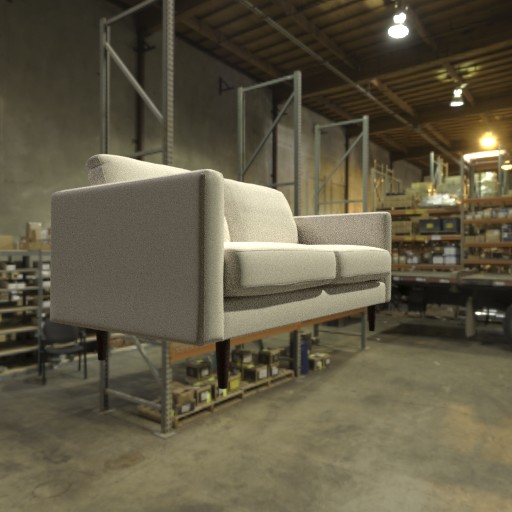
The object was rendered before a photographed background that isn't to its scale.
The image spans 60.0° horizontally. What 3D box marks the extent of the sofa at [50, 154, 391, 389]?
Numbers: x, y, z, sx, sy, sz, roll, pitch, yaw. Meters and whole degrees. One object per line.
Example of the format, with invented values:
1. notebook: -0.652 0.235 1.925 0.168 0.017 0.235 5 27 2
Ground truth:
1. sofa: 0.000 0.000 2.281 0.940 0.893 1.713 0 0 36
